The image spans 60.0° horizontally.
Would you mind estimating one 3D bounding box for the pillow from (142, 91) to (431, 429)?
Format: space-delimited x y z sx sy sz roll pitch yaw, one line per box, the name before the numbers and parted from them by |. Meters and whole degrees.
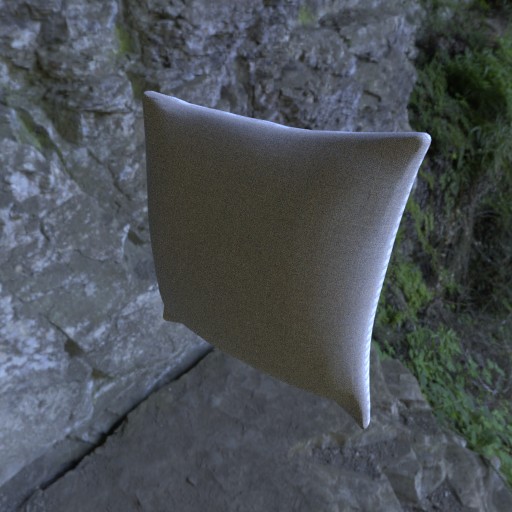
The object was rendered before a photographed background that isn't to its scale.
pillow | 0.000 0.000 0.766 0.496 0.491 0.219 20 36 31
